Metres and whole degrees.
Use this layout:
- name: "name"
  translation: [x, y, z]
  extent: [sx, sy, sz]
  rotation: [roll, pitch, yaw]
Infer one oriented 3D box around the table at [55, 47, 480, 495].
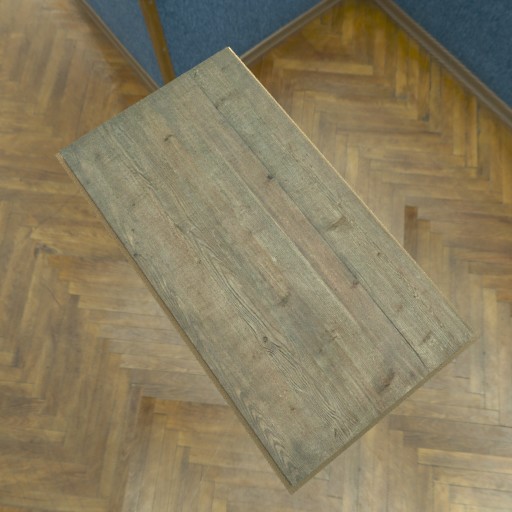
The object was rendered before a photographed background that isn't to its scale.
- name: "table"
  translation: [0.000, 0.000, 1.704]
  extent: [0.775, 0.468, 1.387]
  rotation: [-36, 78, -9]
